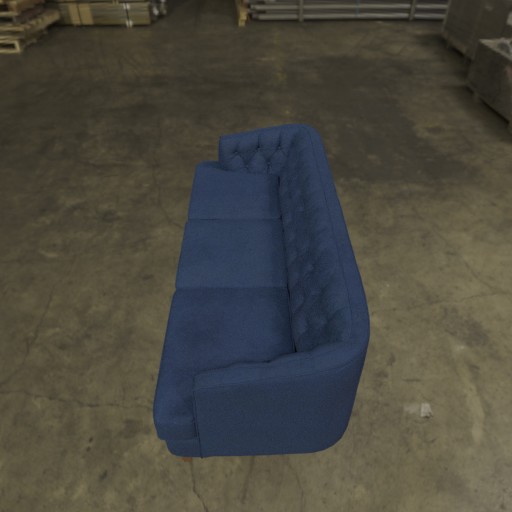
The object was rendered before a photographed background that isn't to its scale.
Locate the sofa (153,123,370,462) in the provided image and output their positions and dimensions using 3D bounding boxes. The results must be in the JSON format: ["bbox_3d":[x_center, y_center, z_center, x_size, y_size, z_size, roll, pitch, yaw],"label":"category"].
[{"bbox_3d":[0.000,0.000,2.741,0.941,0.855,2.278,-1,40,-1],"label":"sofa"}]
